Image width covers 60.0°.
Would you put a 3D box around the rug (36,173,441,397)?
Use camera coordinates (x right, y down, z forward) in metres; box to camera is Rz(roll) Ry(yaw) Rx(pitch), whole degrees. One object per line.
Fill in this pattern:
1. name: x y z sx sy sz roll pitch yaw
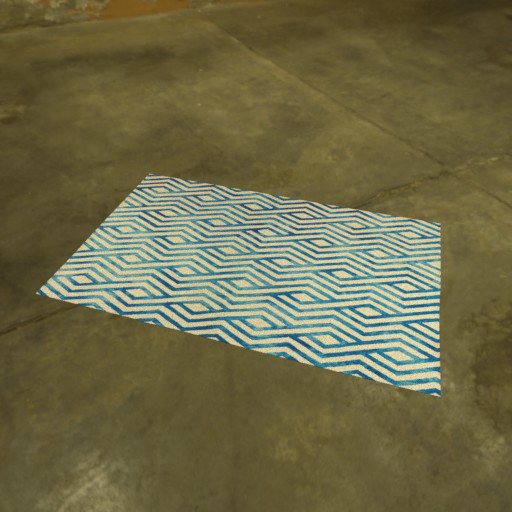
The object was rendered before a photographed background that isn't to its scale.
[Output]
1. rug: 0.000 0.000 3.068 2.439 0.008 1.531 12 43 13
